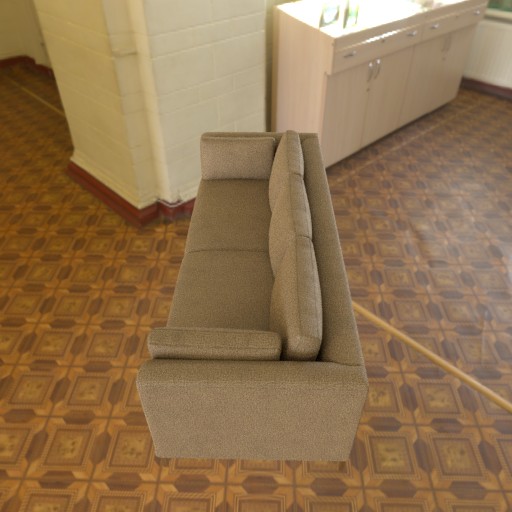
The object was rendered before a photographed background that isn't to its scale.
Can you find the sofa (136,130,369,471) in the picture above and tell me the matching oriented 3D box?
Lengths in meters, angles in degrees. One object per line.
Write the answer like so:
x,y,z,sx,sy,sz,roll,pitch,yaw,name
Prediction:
0.000,0.000,2.919,0.969,0.867,2.415,1,40,1,sofa
